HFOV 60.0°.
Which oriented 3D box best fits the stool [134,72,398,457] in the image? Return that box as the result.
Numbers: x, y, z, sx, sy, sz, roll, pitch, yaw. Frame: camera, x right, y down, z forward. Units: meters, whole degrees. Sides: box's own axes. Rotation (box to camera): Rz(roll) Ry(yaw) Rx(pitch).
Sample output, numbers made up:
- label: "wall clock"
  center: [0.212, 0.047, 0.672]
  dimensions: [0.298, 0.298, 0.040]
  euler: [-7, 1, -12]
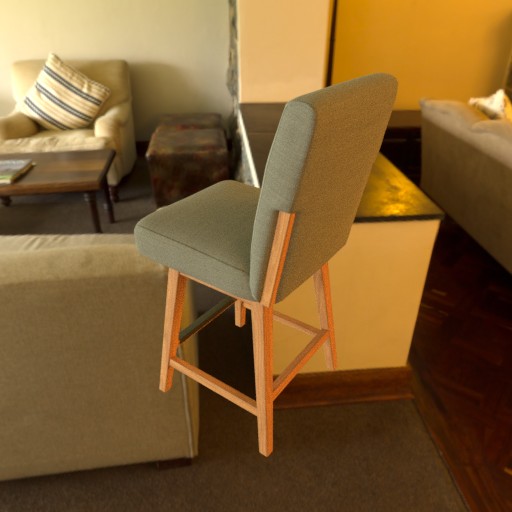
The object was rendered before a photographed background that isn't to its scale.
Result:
- label: "stool"
  center: [0.000, 0.000, 1.312]
  dimensions: [0.570, 1.019, 0.459]
  euler: [20, 36, 30]
